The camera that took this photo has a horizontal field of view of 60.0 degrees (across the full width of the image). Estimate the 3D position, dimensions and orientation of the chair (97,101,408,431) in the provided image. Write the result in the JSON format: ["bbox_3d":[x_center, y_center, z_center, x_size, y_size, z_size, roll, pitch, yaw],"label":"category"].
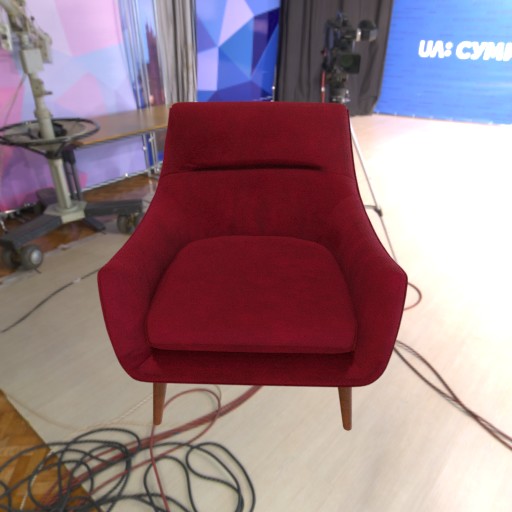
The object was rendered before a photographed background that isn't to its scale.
[{"bbox_3d":[0.000,0.000,1.446,0.762,0.838,0.787,1,31,2],"label":"chair"}]
